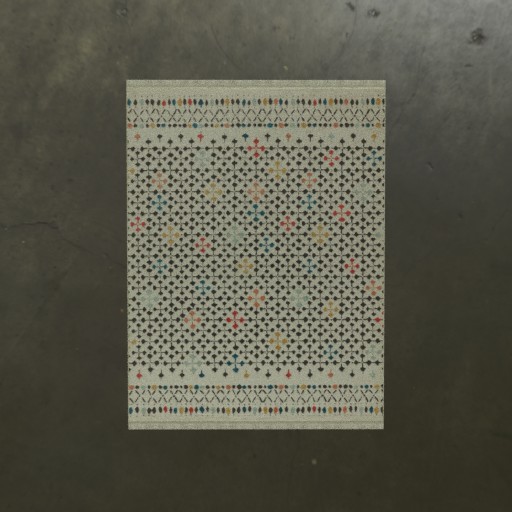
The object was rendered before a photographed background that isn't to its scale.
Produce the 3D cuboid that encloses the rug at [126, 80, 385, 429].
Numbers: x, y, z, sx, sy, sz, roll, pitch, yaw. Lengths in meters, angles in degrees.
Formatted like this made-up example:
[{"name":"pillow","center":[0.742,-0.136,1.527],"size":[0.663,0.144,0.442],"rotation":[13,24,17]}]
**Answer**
[{"name":"rug","center":[0.000,0.000,4.057],"size":[2.354,0.007,3.196],"rotation":[0,91,0]}]
